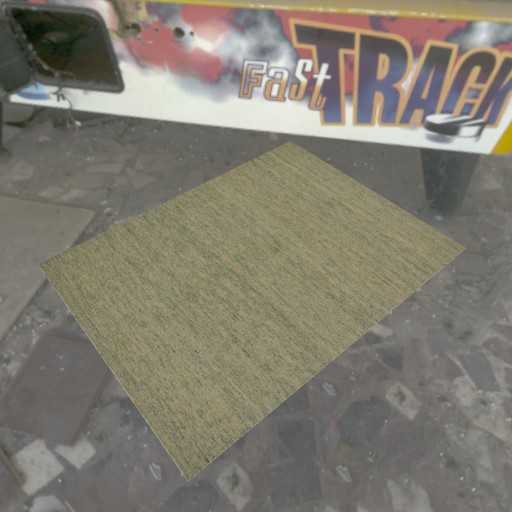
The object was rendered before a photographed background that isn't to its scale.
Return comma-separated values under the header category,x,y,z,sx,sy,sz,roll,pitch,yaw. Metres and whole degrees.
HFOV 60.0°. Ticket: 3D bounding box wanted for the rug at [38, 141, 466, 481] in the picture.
category,x,y,z,sx,sy,sz,roll,pitch,yaw
rug,0.000,0.000,4.160,3.201,0.014,2.437,-32,54,-26
